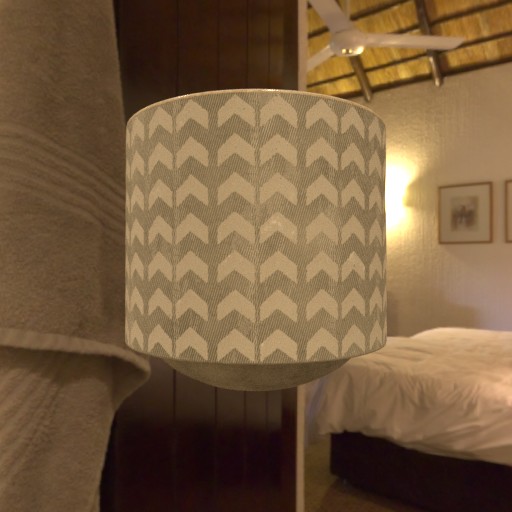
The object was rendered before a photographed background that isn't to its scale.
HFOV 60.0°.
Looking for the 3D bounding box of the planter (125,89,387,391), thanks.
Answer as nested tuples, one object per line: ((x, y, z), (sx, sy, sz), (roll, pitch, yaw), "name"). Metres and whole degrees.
((0.000, 0.000, 0.443), (0.250, 0.239, 0.250), (0, -1, 0), "planter")
